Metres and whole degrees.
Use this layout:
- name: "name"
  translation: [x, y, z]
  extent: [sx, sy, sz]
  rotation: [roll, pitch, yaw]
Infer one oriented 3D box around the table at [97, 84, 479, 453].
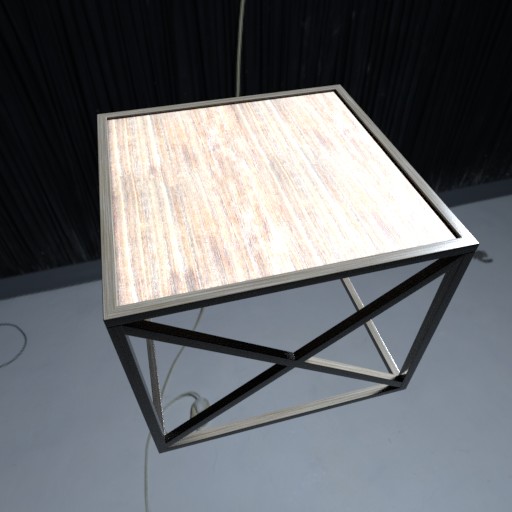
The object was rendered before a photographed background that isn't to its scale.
- name: "table"
  translation: [0.000, 0.000, 1.070]
  extent: [0.611, 0.507, 0.609]
  rotation: [-11, 47, -10]
